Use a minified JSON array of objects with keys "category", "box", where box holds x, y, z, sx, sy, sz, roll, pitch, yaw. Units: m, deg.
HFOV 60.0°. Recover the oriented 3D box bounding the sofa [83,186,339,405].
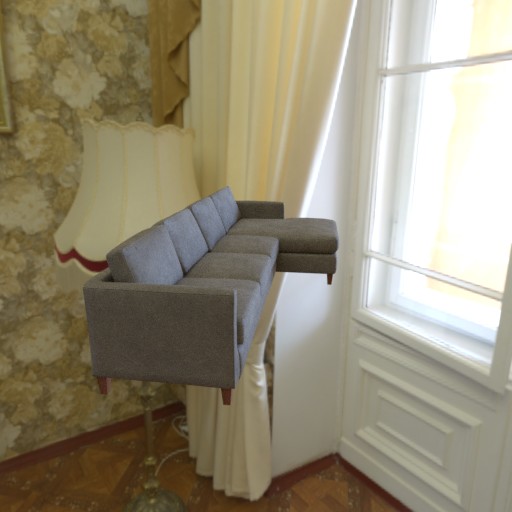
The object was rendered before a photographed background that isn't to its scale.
[{"category":"sofa","box":[0.000,0.000,4.180,1.604,0.950,3.471,2,16,8]}]
